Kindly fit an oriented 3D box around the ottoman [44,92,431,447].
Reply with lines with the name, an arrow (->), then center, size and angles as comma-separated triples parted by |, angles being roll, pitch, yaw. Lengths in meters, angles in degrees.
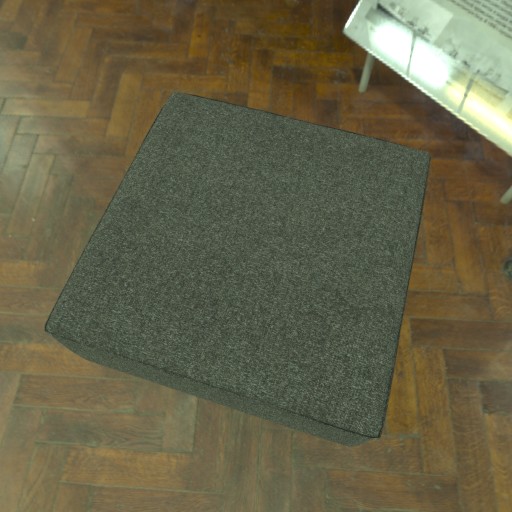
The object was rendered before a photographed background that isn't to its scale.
ottoman -> 0.000, 0.000, 1.581 | 1.017, 0.423, 1.021 | 16, 65, 8
